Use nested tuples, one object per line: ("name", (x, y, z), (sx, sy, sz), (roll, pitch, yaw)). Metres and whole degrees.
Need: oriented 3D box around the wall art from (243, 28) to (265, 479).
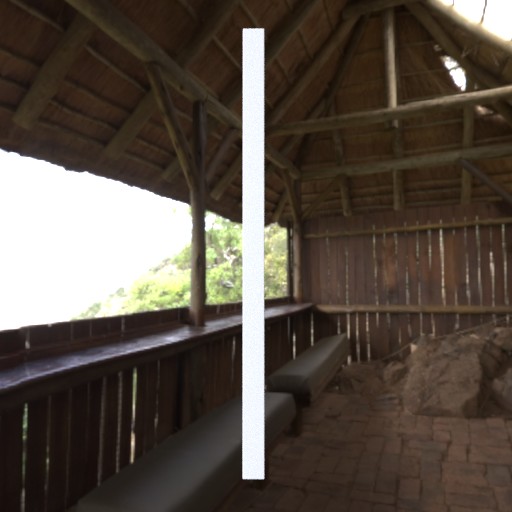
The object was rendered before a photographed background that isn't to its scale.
("wall art", (0.000, 0.000, 1.127), (0.036, 0.760, 0.760), (0, -1, 1))
